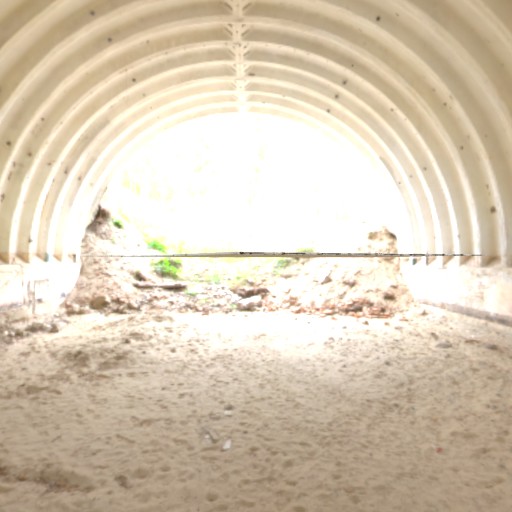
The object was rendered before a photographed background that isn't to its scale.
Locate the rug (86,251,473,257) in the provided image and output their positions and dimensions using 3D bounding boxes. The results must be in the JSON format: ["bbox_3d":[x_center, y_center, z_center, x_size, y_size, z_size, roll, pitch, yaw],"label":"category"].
[{"bbox_3d":[0.000,0.000,4.189,2.342,0.026,3.221,0,0,-36],"label":"rug"}]
